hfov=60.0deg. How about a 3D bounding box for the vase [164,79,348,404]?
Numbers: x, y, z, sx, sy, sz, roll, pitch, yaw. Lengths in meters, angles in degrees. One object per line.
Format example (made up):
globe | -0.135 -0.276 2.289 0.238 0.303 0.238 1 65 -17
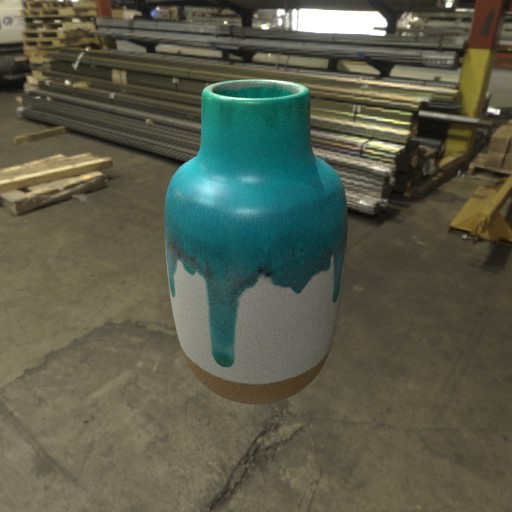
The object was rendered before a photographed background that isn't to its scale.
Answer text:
vase | 0.000 0.000 0.266 0.106 0.192 0.106 0 31 0
